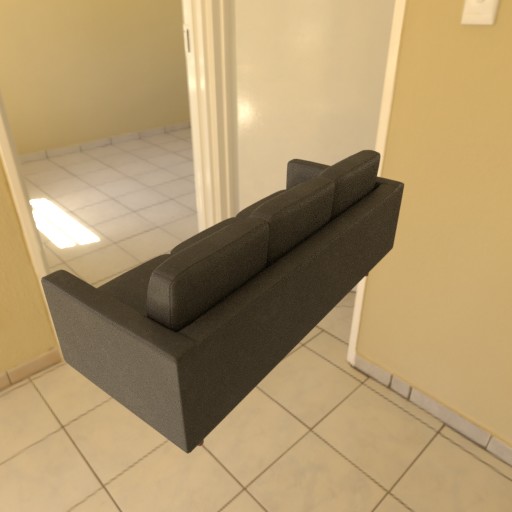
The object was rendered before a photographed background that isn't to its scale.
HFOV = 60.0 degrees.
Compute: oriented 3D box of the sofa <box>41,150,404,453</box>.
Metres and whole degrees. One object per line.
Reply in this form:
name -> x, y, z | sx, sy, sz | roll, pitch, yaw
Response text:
sofa -> 0.000, 0.000, 2.501 | 0.879, 0.899, 2.029 | 21, 37, 31
